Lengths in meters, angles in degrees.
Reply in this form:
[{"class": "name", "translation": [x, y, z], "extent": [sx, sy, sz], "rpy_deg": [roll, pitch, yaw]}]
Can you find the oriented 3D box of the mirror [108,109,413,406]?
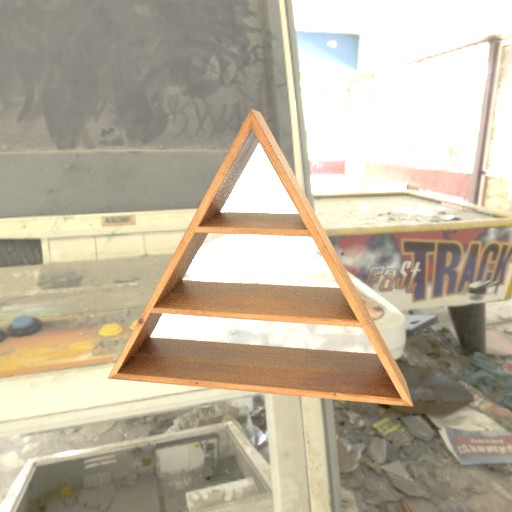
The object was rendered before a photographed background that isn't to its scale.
[{"class": "mirror", "translation": [0.000, 0.000, 0.877], "extent": [0.631, 0.548, 0.100], "rpy_deg": [2, 15, 9]}]
